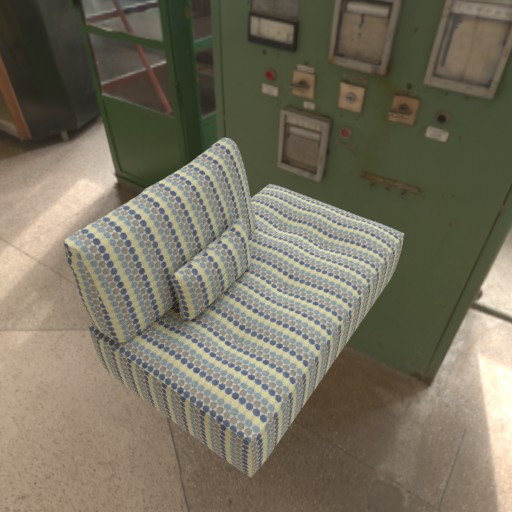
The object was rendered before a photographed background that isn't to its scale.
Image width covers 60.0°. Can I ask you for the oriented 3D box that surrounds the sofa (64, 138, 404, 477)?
[{"bbox_3d":[0.000,0.000,2.104,1.000,0.820,1.450,25,47,26],"label":"sofa"}]
